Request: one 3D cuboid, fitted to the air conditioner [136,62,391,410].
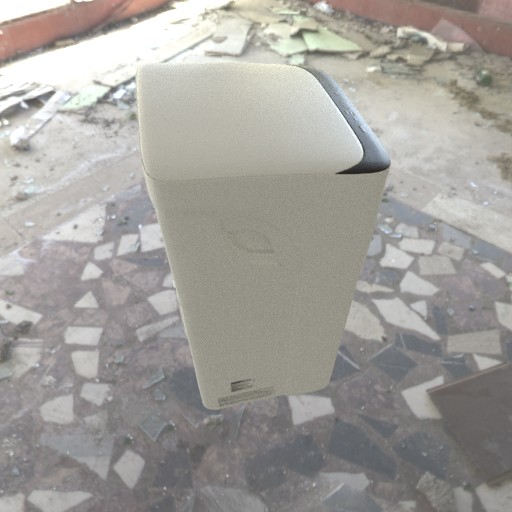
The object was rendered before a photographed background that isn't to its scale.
[{"bbox_3d":[0.000,0.000,0.931,0.369,0.716,0.352,-9,47,-8],"label":"air conditioner"}]
